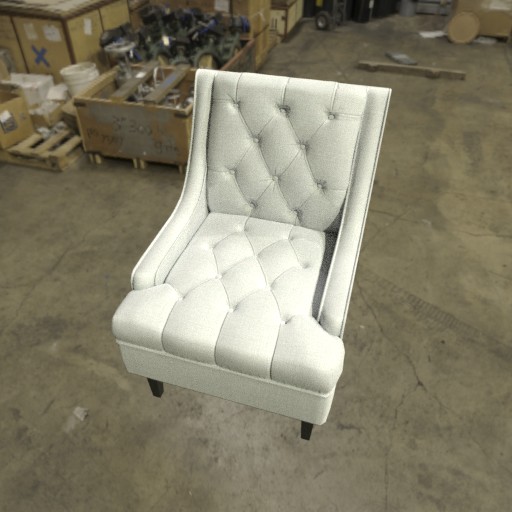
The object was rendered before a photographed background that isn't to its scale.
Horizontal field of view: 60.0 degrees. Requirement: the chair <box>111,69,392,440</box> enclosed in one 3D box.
[{"bbox_3d":[0.000,0.000,1.411,0.658,0.891,0.772,11,42,13],"label":"chair"}]
